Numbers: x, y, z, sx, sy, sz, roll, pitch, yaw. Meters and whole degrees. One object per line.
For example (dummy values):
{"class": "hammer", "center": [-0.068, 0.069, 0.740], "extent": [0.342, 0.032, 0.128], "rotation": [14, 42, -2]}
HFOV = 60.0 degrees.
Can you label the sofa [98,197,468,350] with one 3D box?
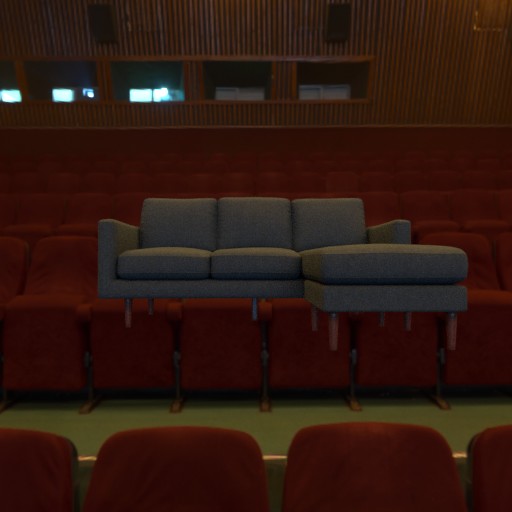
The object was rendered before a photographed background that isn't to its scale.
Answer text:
{"class": "sofa", "center": [0.000, 0.000, 2.944], "extent": [2.055, 0.957, 1.667], "rotation": [0, -1, -1]}
